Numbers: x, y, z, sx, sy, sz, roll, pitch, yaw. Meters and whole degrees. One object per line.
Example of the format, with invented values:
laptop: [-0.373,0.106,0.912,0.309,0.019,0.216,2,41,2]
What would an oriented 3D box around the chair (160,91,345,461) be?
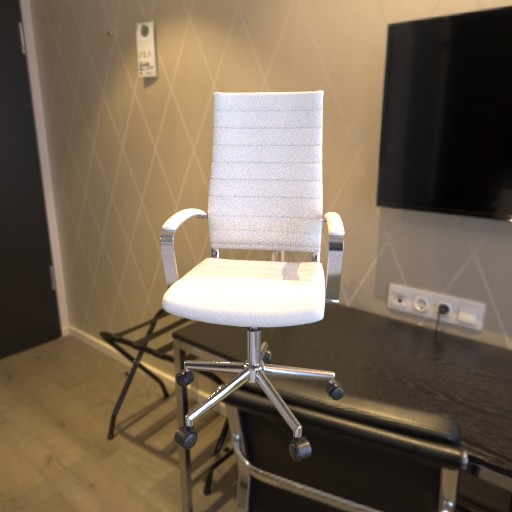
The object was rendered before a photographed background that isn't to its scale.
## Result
chair: [0.000,0.000,1.573,0.679,1.149,0.679,2,16,8]
